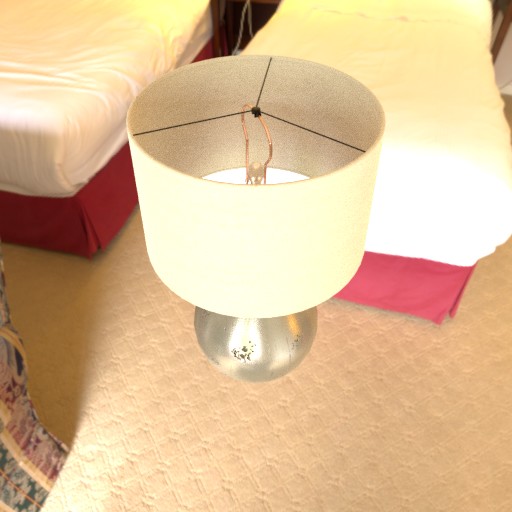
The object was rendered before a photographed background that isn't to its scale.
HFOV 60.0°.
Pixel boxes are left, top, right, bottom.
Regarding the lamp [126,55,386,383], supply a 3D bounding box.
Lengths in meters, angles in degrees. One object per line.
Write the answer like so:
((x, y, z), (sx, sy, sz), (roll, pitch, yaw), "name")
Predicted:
((0.000, 0.000, 0.723), (0.330, 0.521, 0.330), (0, 47, 0), "lamp")
